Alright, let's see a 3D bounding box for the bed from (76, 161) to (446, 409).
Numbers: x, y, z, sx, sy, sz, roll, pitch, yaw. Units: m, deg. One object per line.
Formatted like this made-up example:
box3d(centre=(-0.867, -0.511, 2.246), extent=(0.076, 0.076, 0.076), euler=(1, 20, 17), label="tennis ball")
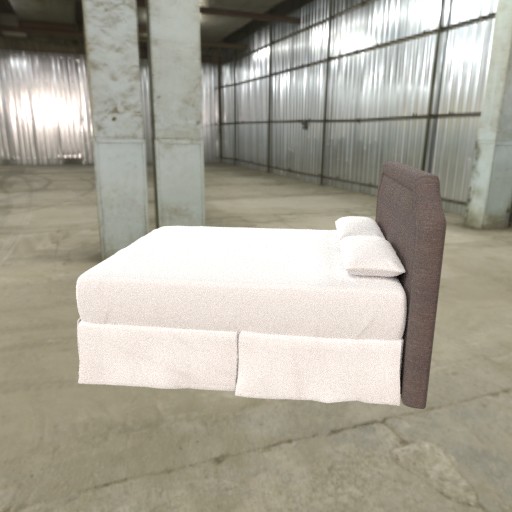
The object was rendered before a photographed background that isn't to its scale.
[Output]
box3d(centre=(0.000, 0.000, 3.207), extent=(2.116, 1.290, 1.693), euler=(2, 15, 7), label="bed")
